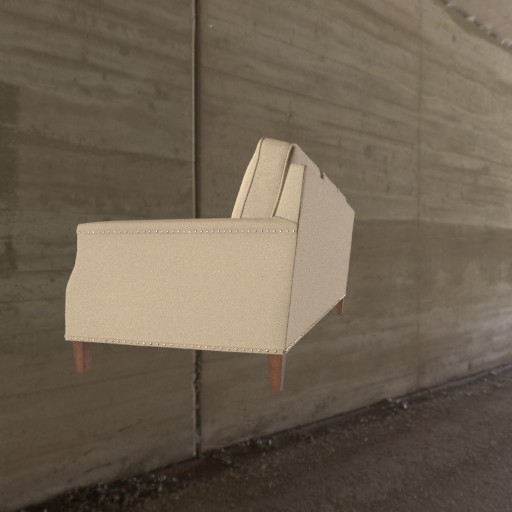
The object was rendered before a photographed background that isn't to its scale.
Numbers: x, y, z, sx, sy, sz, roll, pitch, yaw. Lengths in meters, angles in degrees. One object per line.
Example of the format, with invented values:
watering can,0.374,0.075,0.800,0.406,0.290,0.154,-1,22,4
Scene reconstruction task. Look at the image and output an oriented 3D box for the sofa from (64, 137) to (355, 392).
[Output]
sofa,0.000,0.000,2.824,1.084,1.003,2.246,0,1,17
